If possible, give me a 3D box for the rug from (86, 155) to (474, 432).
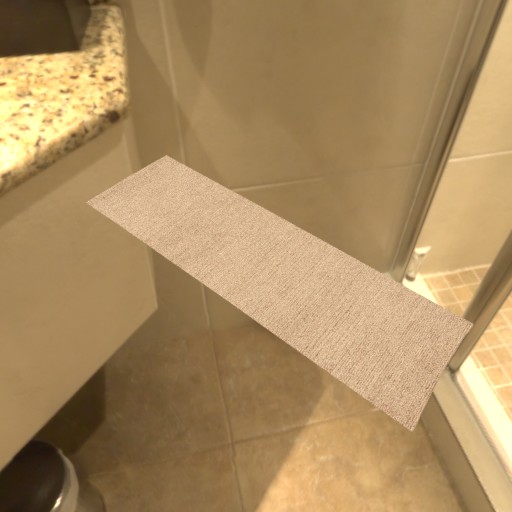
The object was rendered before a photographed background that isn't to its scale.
[{"bbox_3d":[0.000,0.000,2.590,2.346,0.013,0.712,32,55,26],"label":"rug"}]
